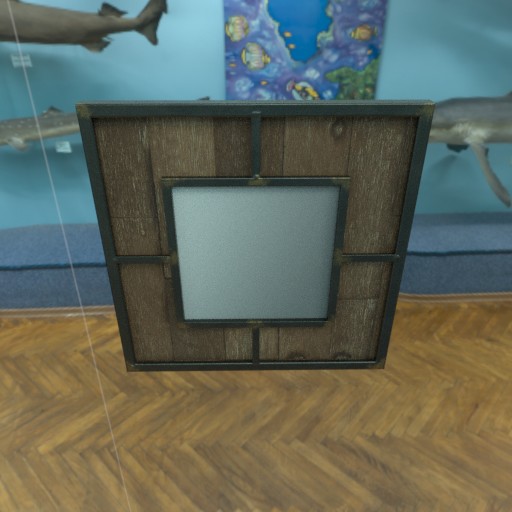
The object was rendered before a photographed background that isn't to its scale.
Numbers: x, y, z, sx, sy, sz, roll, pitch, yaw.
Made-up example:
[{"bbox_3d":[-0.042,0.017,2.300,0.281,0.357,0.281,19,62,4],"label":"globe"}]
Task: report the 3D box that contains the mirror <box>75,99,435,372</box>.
[{"bbox_3d":[0.000,0.000,0.569,0.382,0.381,0.020,0,30,-1],"label":"mirror"}]
